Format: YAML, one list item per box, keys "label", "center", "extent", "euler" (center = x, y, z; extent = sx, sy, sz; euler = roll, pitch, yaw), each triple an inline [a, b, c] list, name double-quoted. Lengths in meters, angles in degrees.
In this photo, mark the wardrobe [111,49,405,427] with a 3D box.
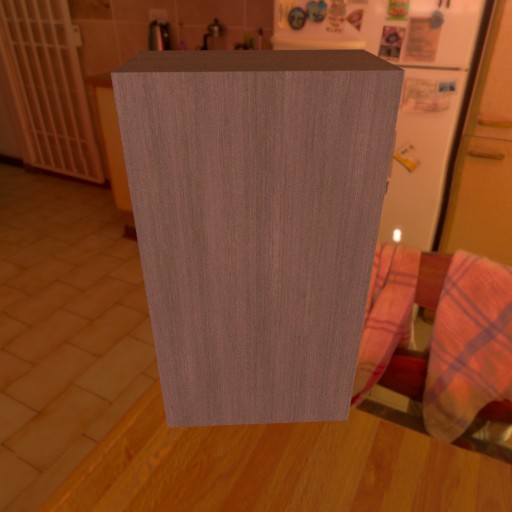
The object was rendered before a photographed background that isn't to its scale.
- label: "wardrobe"
  center: [0.000, 0.000, 2.205]
  extent: [0.991, 1.808, 0.577]
  euler: [-1, 32, -2]
